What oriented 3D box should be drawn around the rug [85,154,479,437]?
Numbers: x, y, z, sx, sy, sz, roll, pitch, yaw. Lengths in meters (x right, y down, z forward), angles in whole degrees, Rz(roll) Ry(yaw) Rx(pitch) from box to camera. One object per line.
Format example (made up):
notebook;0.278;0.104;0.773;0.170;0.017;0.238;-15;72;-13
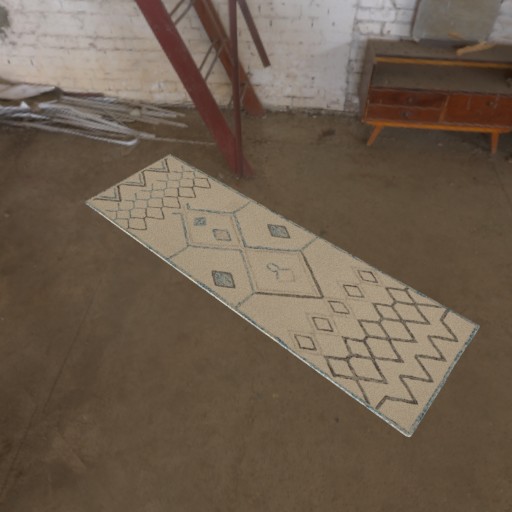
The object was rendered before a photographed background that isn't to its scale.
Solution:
rug;0.000;0.000;2.670;2.434;0.013;0.770;32;54;27
